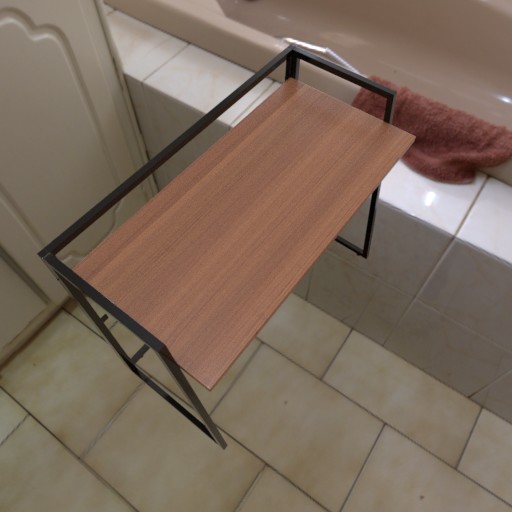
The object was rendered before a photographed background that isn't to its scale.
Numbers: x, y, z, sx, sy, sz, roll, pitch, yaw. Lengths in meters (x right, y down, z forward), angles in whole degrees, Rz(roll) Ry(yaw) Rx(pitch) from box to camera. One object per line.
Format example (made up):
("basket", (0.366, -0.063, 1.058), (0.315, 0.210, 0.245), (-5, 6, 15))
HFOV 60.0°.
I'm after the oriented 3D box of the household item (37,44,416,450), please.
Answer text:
("household item", (0.000, 0.000, 1.552), (0.510, 0.860, 1.050), (33, 64, 19))
